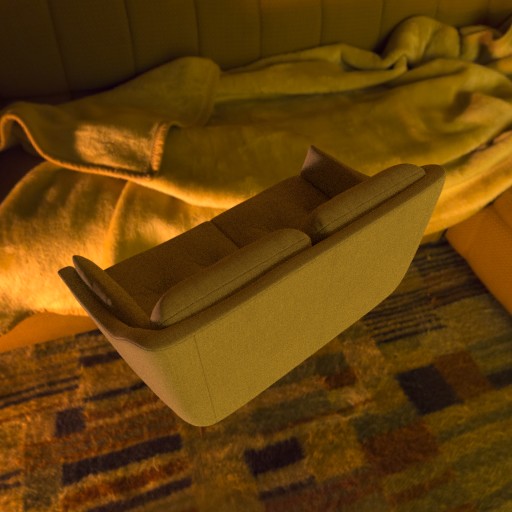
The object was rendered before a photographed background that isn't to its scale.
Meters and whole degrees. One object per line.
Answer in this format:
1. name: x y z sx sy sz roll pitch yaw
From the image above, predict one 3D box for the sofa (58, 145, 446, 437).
1. sofa: 0.000 0.000 2.215 1.652 0.888 0.965 -30 53 -26
